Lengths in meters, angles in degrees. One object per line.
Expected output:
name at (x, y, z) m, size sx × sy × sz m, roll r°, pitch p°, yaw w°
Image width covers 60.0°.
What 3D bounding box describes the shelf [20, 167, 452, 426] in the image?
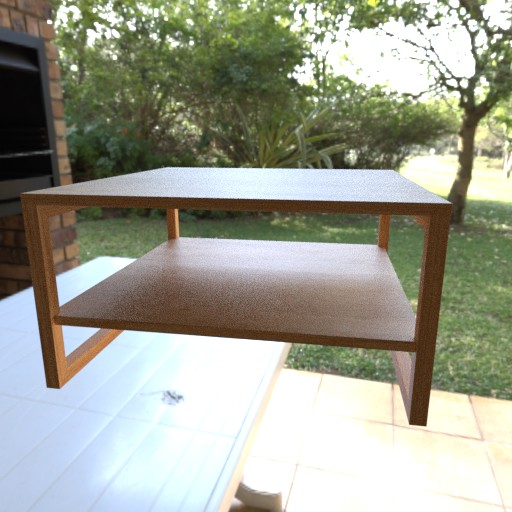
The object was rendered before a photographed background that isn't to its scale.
shelf at (0.000, 0.000, 1.389) m, size 0.899 × 0.480 × 0.899 m, roll 3°, pitch 15°, yaw 9°
